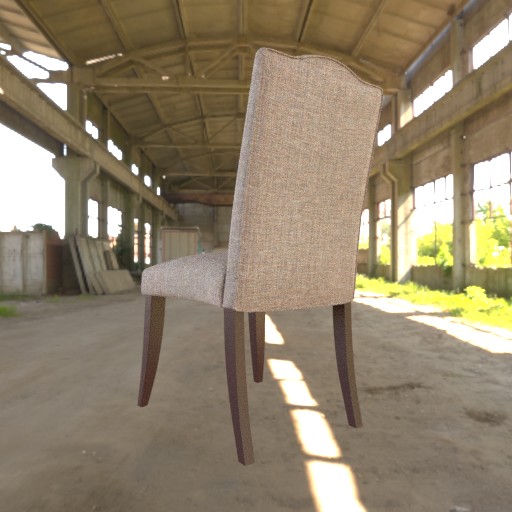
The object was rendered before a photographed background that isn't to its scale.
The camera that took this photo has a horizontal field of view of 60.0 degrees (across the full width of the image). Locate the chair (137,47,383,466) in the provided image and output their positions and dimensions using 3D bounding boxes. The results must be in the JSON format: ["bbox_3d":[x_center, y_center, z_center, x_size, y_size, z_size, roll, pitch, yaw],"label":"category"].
[{"bbox_3d":[0.000,0.000,1.388,0.513,1.016,0.660,0,0,-36],"label":"chair"}]
